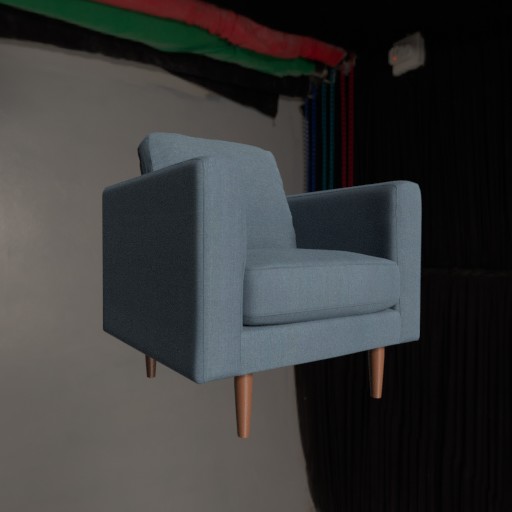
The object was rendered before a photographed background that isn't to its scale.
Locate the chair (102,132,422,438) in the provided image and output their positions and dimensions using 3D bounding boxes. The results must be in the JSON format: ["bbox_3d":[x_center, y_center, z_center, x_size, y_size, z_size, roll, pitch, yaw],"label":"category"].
[{"bbox_3d":[0.000,0.000,1.561,0.855,0.922,0.820,-1,2,-35],"label":"chair"}]
